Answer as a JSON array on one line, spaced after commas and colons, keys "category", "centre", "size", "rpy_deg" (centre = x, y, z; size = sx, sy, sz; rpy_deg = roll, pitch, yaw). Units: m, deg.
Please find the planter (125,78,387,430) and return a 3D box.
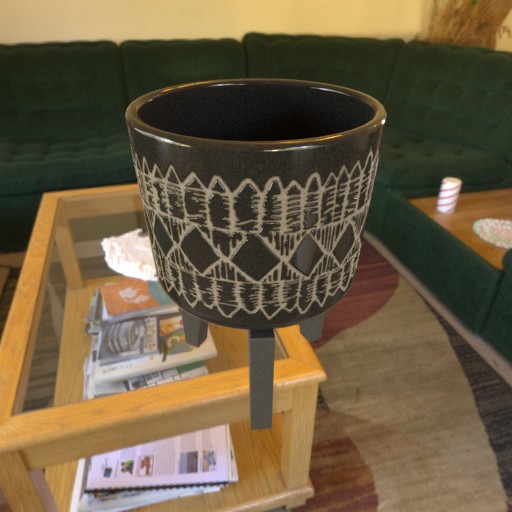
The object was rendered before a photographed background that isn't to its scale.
[{"category": "planter", "centre": [0.000, 0.000, 0.529], "size": [0.251, 0.355, 0.251], "rpy_deg": [-19, 37, -28]}]
